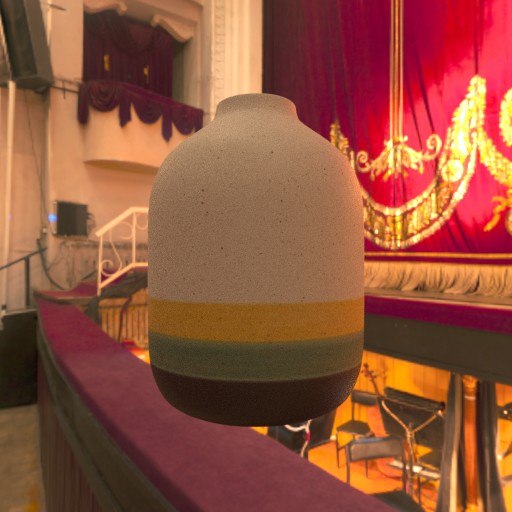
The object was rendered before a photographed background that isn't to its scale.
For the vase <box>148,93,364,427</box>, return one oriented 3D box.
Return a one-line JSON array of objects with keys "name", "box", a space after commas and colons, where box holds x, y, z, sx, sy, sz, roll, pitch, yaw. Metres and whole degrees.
[{"name": "vase", "box": [0.000, 0.000, 0.357, 0.169, 0.240, 0.169, 0, -1, 0]}]
